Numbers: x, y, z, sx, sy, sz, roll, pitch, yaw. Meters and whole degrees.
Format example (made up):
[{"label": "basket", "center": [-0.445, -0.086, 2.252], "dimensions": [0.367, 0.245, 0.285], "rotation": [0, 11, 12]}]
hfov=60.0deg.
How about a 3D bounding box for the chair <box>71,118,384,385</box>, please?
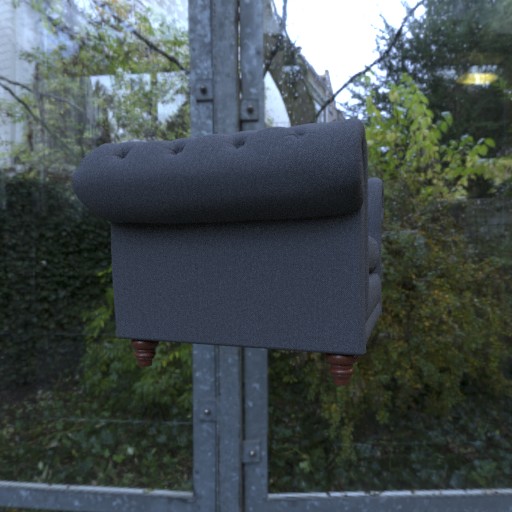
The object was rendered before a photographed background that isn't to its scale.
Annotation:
[{"label": "chair", "center": [0.000, 0.000, 1.853], "dimensions": [0.976, 0.770, 1.270], "rotation": [0, 0, 19]}]
